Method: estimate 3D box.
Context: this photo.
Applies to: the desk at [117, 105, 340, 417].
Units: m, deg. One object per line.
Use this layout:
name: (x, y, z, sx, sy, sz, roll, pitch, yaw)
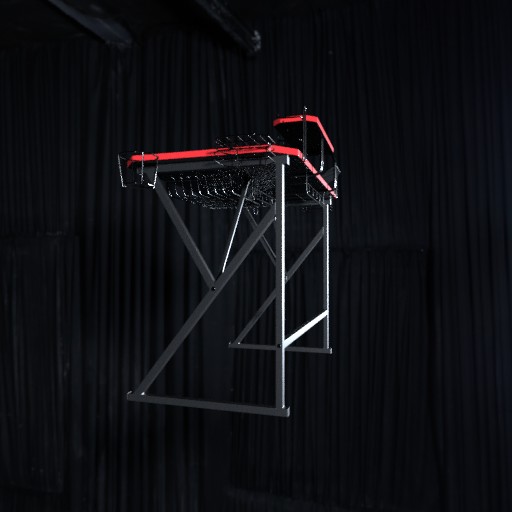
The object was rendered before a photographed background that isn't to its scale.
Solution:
desk: (0.000, 0.000, 1.748, 0.588, 0.913, 1.280, 0, -1, 17)
